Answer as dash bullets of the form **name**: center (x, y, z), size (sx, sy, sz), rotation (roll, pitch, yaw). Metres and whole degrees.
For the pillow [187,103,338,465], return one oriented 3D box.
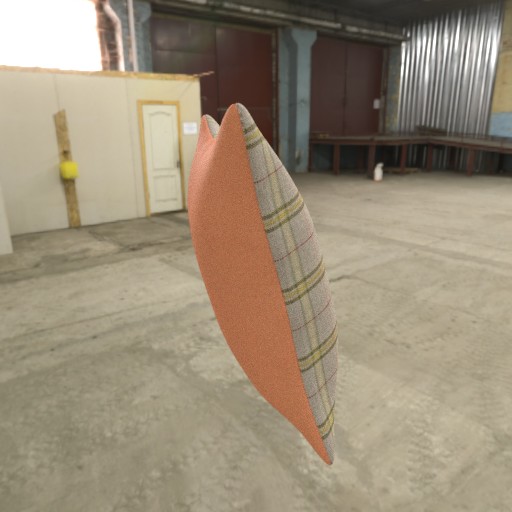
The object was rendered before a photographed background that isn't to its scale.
- **pillow**: center (0.000, 0.000, 0.688), size (0.200, 0.430, 0.453), rotation (-3, 16, -10)
